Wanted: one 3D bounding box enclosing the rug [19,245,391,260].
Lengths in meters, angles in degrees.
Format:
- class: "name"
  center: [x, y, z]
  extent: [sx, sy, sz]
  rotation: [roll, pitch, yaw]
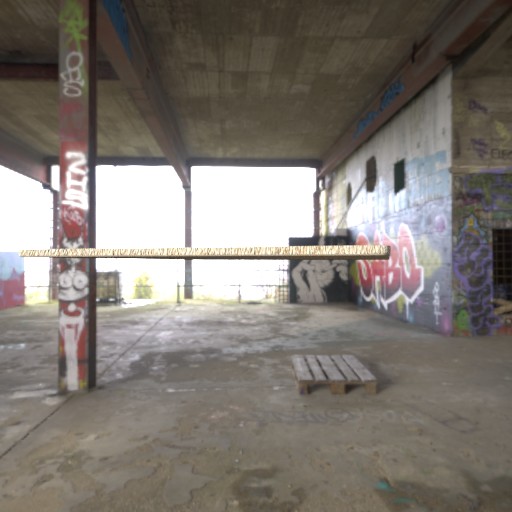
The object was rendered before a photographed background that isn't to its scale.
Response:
- class: "rug"
  center: [0.000, 0.000, 2.075]
  extent: [1.200, 0.027, 1.600]
  rotation: [0, -1, 17]
